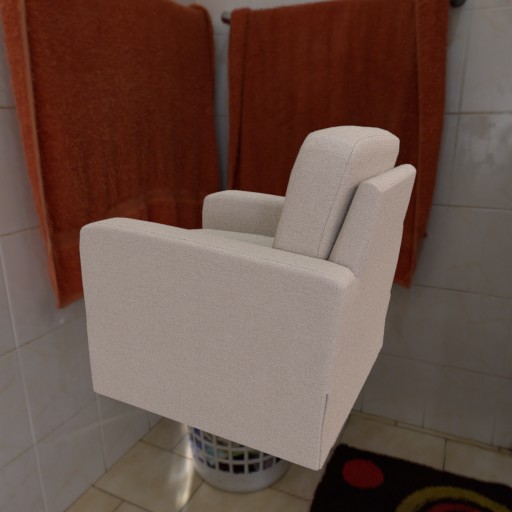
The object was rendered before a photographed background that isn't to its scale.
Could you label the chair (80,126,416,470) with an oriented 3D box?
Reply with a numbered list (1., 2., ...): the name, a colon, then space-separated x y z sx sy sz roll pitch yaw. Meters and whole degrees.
1. chair: 0.000 0.000 1.468 0.888 0.827 0.755 8 18 26
